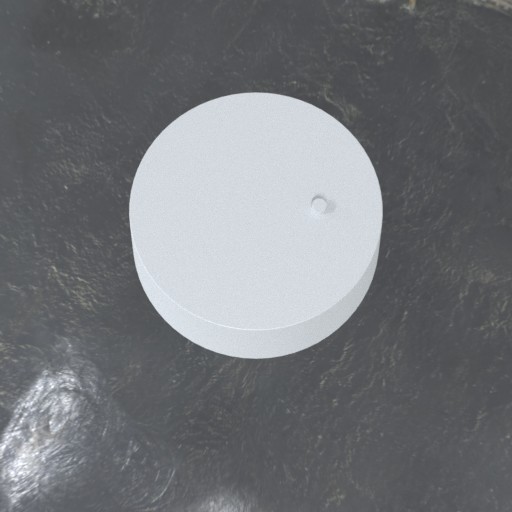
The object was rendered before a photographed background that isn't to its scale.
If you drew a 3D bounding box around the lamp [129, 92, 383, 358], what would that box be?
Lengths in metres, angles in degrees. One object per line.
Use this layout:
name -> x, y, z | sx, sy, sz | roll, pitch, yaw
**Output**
lamp -> 0.000, 0.000, 0.630 | 0.291, 0.429, 0.291 | 0, 75, 0
